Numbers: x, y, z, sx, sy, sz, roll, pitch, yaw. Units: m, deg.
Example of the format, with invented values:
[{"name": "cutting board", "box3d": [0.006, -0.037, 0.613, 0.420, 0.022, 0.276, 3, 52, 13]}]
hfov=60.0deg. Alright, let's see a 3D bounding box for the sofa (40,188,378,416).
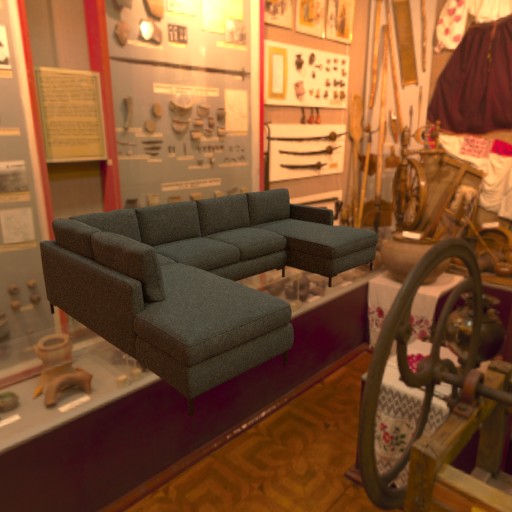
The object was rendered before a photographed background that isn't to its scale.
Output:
[{"name": "sofa", "box3d": [0.000, 0.000, 3.877, 2.956, 0.813, 2.007, -15, 22, -43]}]
